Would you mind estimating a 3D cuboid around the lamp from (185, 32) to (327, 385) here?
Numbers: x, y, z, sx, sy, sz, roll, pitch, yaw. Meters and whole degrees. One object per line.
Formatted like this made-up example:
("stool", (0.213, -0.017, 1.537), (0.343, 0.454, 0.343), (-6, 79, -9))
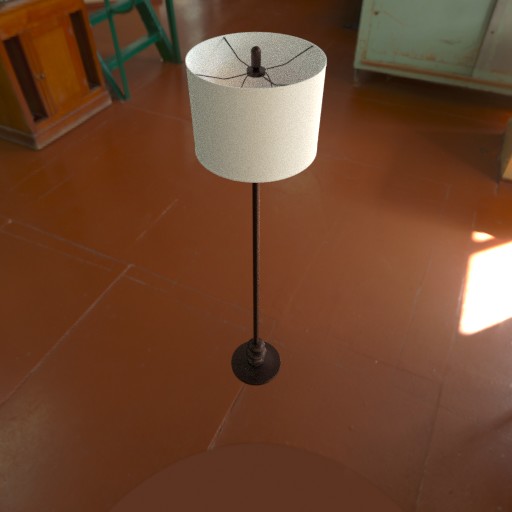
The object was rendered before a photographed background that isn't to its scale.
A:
("lamp", (0.000, 0.000, 1.633), (0.356, 1.487, 0.356), (-23, 50, -21))
